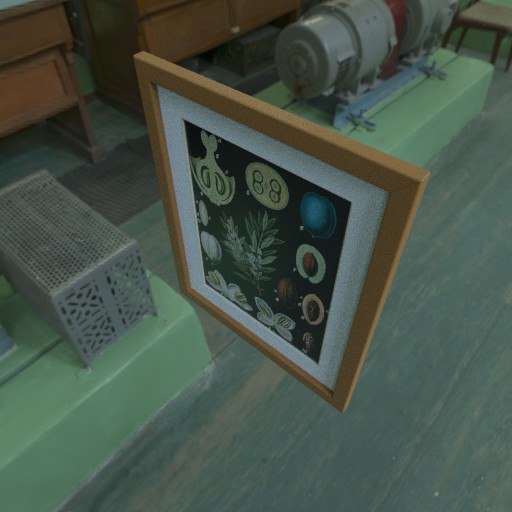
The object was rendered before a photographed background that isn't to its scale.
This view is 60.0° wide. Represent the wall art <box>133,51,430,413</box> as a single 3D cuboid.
[{"bbox_3d":[0.000,0.000,0.744,0.449,0.550,0.021,32,55,26],"label":"wall art"}]
